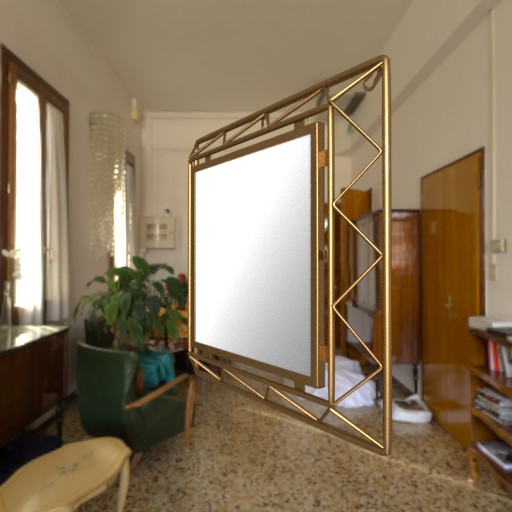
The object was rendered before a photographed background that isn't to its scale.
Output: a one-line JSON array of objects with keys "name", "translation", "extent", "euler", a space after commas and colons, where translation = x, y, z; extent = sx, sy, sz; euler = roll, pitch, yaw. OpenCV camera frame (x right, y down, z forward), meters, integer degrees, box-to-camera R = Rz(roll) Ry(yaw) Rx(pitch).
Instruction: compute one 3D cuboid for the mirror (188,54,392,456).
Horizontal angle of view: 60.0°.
[{"name": "mirror", "translation": [0.000, 0.000, 0.607], "extent": [0.046, 0.414, 0.416], "euler": [0, -1, -36]}]
